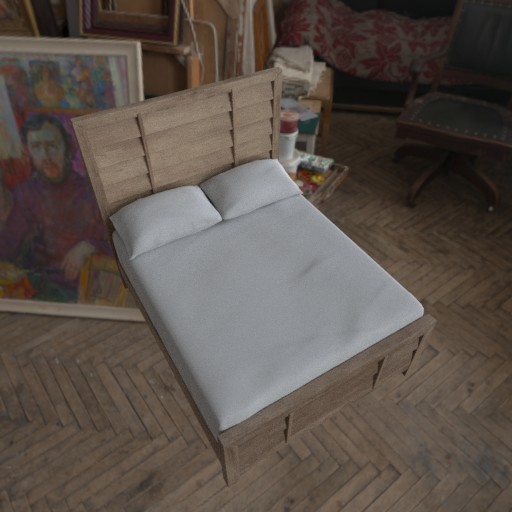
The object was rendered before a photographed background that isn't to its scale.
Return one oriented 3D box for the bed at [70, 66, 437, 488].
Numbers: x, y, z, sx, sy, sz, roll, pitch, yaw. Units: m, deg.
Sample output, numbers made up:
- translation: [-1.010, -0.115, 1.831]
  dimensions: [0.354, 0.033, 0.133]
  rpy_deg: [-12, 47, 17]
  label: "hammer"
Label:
- translation: [0.000, 0.000, 3.140]
  dimensions: [1.615, 1.631, 2.017]
  rpy_deg: [-23, 50, -21]
  label: "bed"
